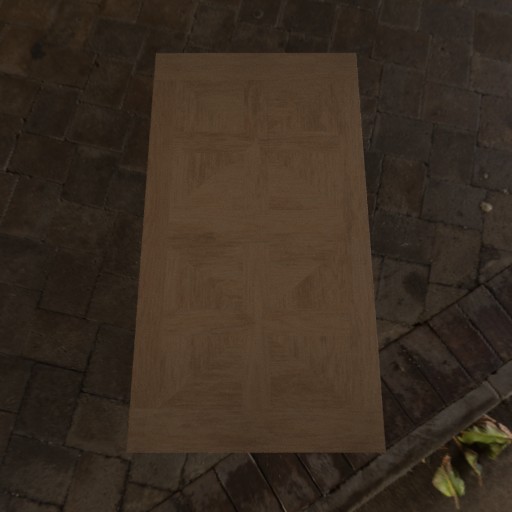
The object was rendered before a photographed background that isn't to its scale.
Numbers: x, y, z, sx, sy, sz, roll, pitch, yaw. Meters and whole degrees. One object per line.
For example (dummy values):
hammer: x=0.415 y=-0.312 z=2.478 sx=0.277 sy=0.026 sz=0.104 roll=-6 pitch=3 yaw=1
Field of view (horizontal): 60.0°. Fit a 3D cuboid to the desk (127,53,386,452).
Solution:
desk: x=0.000 y=0.000 z=1.962 sx=0.813 sy=0.762 sz=1.499 roll=0 pitch=74 yaw=0
